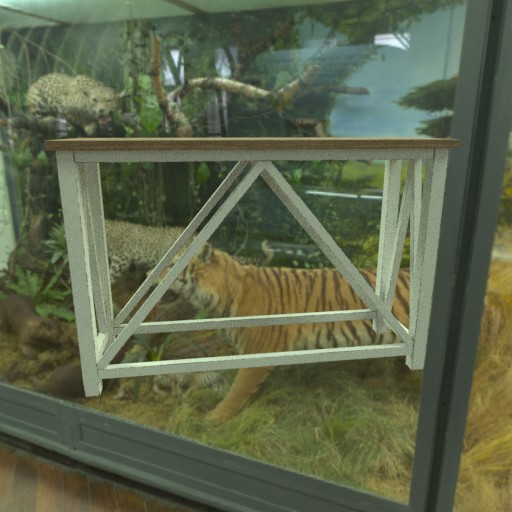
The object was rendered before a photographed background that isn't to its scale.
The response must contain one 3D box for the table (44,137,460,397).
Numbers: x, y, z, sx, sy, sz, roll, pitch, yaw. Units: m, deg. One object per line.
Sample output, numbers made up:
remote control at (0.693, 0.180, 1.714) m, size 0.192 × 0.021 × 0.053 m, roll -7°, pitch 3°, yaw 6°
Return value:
table at (0.000, 0.000, 1.817) m, size 1.400 × 0.930 × 0.450 m, roll -2°, pitch 16°, yaw -8°
